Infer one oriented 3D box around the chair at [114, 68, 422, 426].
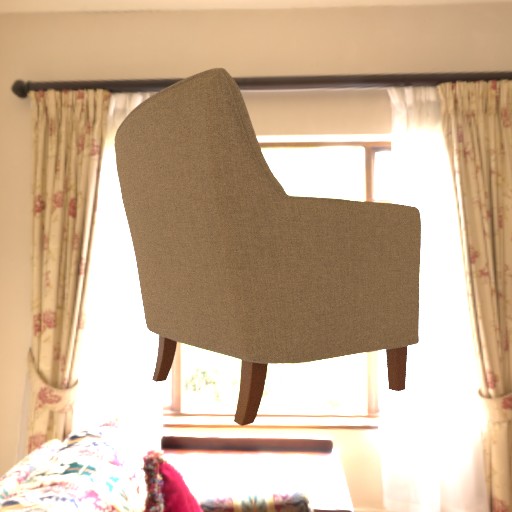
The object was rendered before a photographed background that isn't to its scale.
[{"bbox_3d":[0.000,0.000,1.793,0.993,1.047,0.887,1,-2,-36],"label":"chair"}]
